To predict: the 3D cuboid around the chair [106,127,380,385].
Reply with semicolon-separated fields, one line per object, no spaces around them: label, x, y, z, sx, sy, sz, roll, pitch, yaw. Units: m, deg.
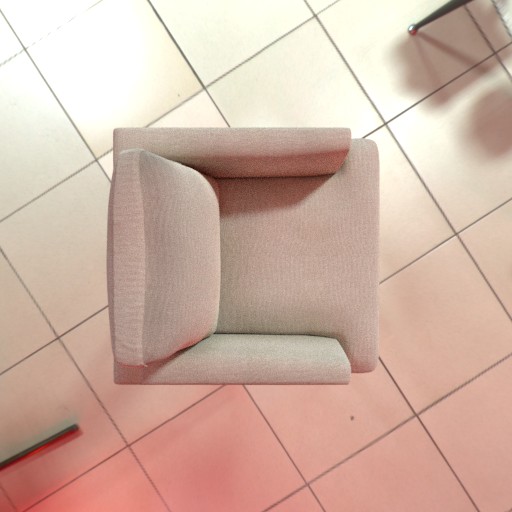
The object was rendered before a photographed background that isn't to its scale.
chair;0.000;0.000;1.602;0.899;0.957;0.858;0;90;0
